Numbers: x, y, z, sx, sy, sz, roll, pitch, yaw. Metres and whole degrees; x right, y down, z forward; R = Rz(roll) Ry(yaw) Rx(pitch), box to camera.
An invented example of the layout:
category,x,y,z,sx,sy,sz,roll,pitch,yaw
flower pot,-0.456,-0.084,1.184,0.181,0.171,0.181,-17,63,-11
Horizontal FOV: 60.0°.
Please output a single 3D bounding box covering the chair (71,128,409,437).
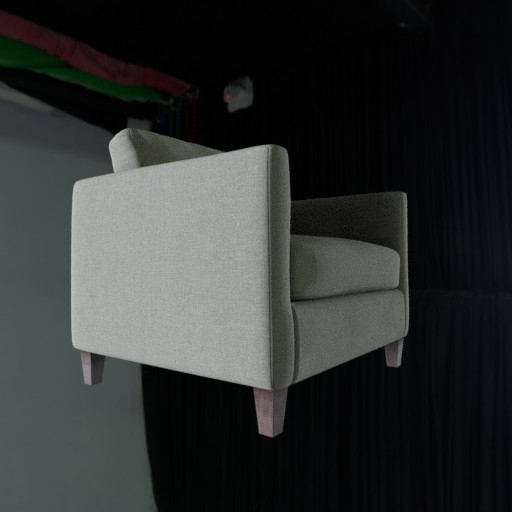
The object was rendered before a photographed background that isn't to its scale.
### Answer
category,x,y,z,sx,sy,sz,roll,pitch,yaw
chair,0.000,0.000,1.811,0.959,0.963,1.107,0,-1,37
